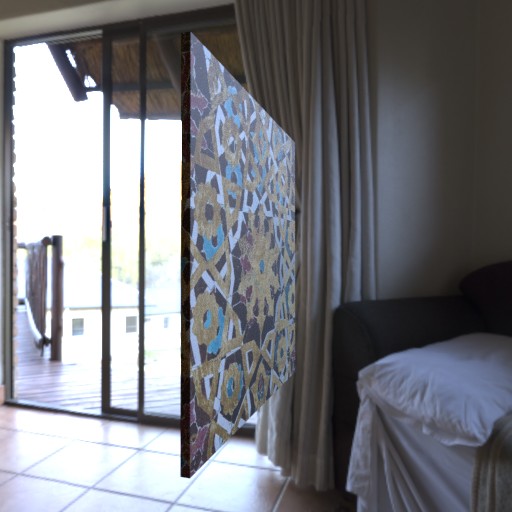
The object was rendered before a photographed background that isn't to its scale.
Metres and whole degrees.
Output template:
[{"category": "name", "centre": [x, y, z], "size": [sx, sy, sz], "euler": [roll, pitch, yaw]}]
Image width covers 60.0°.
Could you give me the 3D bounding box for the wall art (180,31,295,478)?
[{"category": "wall art", "centre": [0.000, 0.000, 0.595], "size": [0.010, 0.406, 0.404], "euler": [0, -1, 19]}]
